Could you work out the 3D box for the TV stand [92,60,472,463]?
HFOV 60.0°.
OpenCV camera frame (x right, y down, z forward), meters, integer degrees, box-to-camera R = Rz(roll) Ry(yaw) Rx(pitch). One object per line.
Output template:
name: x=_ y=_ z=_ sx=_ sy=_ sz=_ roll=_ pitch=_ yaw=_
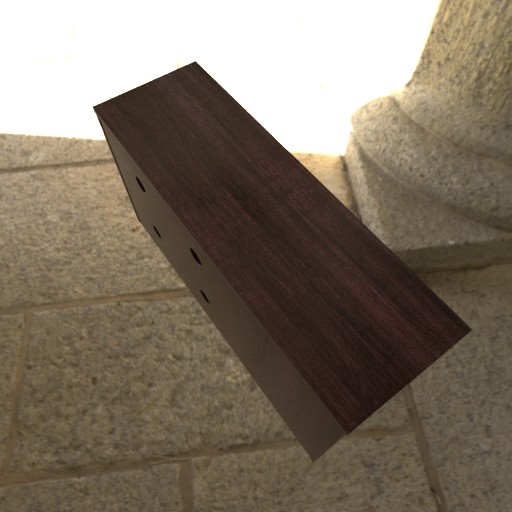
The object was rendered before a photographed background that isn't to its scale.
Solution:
TV stand: x=0.000 y=0.000 z=1.471 sx=0.404 sy=0.614 sz=1.192 roll=-32 pitch=65 yaw=-17
